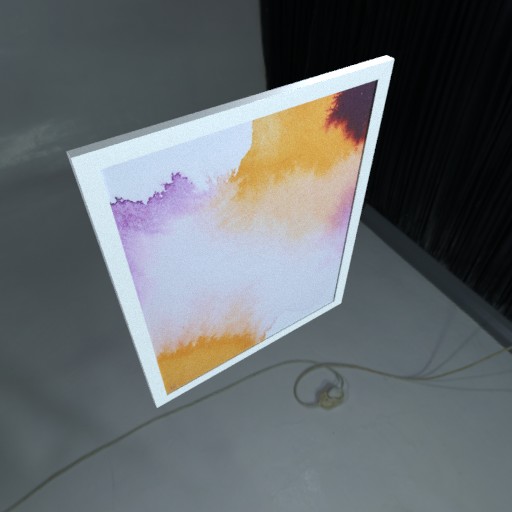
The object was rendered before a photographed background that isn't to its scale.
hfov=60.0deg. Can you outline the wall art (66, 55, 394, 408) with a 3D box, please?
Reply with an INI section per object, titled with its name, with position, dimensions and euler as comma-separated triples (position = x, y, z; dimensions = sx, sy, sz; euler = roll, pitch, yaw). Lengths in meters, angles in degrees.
[wall art]
position = 0.000, 0.000, 0.612
dimensions = 0.382, 0.456, 0.013
euler = -25, 50, -23
